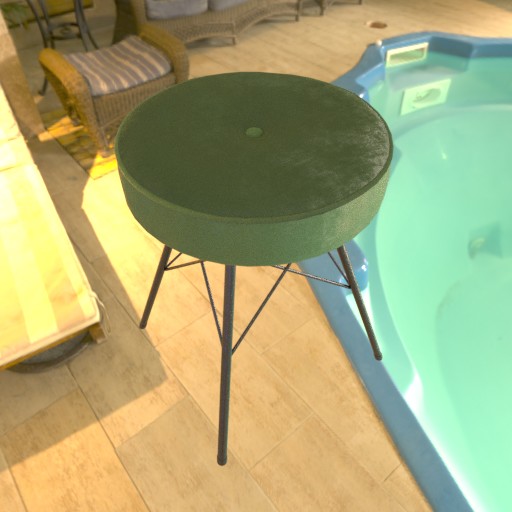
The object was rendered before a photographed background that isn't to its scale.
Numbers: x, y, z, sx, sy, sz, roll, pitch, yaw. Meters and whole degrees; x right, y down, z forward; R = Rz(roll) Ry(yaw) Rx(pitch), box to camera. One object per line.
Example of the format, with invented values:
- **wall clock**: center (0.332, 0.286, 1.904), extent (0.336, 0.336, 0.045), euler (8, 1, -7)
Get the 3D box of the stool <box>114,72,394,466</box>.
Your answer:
- **stool**: center (0.000, 0.000, 0.889), extent (0.457, 0.595, 0.430), euler (-25, 51, -23)
